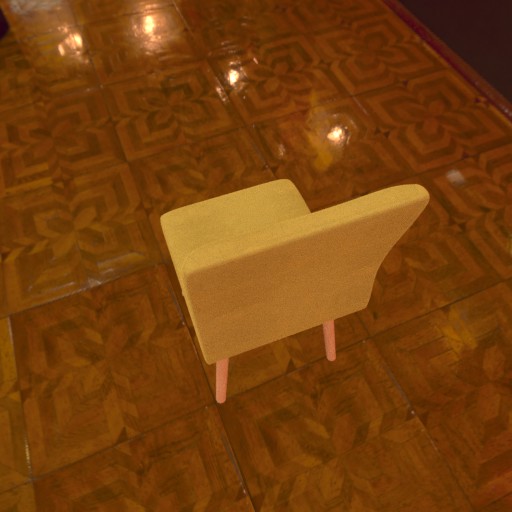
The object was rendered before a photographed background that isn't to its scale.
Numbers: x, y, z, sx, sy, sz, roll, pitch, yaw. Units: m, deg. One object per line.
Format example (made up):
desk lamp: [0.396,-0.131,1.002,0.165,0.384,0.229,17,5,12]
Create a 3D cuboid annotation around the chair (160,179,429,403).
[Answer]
chair: [0.000,0.000,1.254,0.450,0.965,0.550,-18,60,-11]
